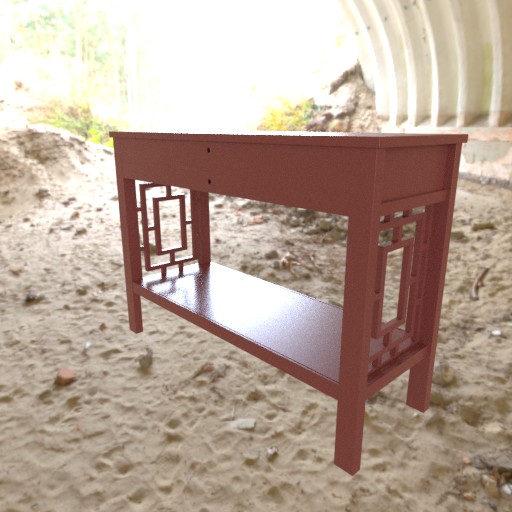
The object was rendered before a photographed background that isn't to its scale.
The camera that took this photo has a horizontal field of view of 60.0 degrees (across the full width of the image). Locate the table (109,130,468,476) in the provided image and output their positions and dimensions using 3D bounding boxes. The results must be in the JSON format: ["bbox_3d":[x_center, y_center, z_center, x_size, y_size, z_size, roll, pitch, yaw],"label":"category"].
[{"bbox_3d":[0.000,0.000,1.402,0.397,0.753,1.068,-15,22,-41],"label":"table"}]
